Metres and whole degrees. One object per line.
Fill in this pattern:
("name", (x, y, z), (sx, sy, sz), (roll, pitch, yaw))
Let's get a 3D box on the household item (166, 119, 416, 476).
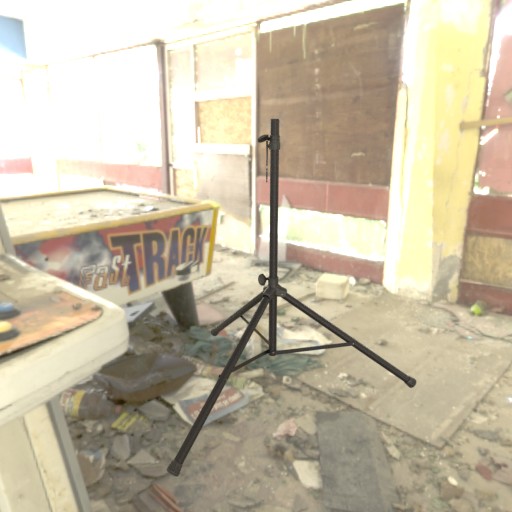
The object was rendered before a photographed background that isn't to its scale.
("household item", (0.000, 0.000, 2.721), (1.596, 1.595, 1.339), (-8, 17, -27))
